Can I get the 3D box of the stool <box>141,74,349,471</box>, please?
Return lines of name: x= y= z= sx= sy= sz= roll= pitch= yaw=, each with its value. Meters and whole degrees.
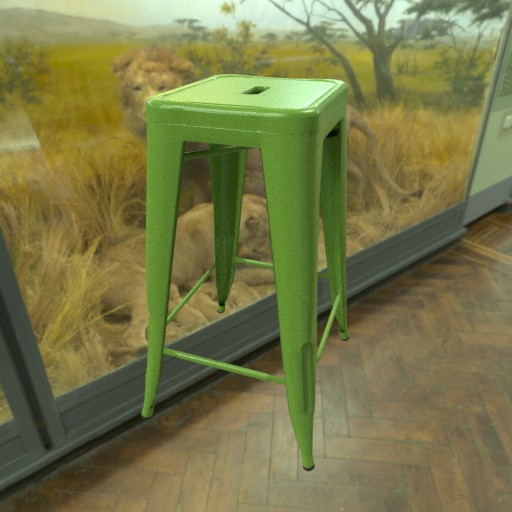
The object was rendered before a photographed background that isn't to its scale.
stool: x=0.000 y=0.000 z=0.850 sx=0.358 sy=0.609 sz=0.398 roll=10 pitch=31 yaw=17
